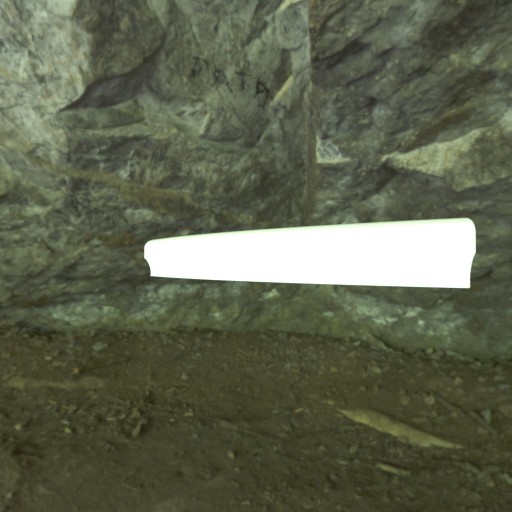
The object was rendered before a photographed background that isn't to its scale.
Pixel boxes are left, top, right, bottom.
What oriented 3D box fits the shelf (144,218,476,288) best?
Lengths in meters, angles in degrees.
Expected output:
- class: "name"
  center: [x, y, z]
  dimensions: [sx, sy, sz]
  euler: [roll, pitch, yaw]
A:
- class: "shelf"
  center: [0.000, 0.000, 0.459]
  dimensions: [0.310, 0.050, 0.310]
  euler: [0, -1, 0]
